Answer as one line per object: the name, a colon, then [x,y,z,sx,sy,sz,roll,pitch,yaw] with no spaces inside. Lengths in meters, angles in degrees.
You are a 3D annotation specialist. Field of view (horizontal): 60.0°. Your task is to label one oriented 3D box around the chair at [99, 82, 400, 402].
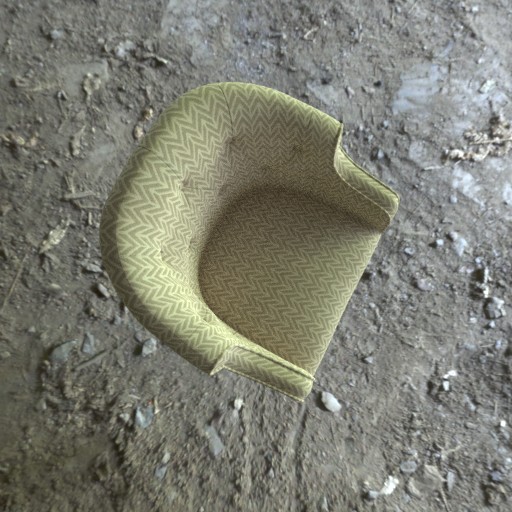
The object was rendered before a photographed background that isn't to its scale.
chair: [0.000,0.000,1.317,0.613,0.858,0.686,27,78,6]
